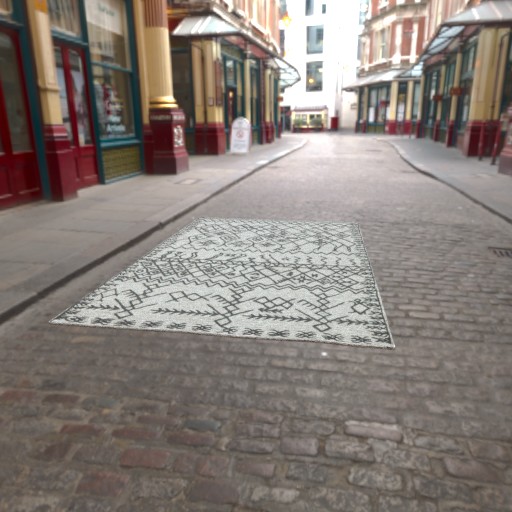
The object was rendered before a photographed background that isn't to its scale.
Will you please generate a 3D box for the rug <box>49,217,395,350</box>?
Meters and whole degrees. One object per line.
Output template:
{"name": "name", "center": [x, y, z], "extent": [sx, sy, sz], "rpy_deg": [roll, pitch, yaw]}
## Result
{"name": "rug", "center": [0.000, 0.000, 4.780], "extent": [2.393, 0.019, 3.824], "rpy_deg": [3, 17, 9]}
